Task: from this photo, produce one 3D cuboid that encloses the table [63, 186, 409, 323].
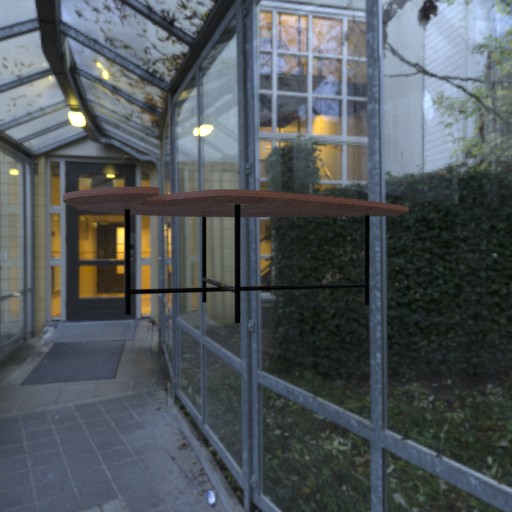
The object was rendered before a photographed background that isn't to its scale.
[{"bbox_3d":[0.000,0.000,1.496,1.199,0.360,0.598,0,1,-17],"label":"table"}]
